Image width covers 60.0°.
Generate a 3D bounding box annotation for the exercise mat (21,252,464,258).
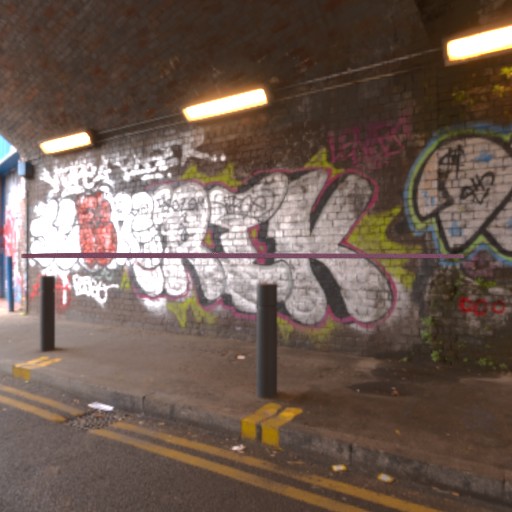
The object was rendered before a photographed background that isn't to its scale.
[{"bbox_3d":[0.000,0.000,2.049,1.869,0.021,0.616,0,0,-17],"label":"exercise mat"}]
